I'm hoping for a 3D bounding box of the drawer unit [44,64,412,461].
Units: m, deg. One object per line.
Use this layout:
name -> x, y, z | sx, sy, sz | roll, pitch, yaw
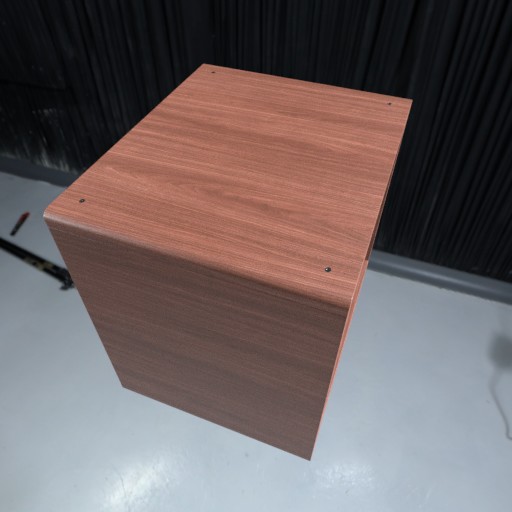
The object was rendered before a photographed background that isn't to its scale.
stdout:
drawer unit -> 0.000, 0.000, 0.612 | 0.290, 0.351, 0.349 | 16, 49, 14
